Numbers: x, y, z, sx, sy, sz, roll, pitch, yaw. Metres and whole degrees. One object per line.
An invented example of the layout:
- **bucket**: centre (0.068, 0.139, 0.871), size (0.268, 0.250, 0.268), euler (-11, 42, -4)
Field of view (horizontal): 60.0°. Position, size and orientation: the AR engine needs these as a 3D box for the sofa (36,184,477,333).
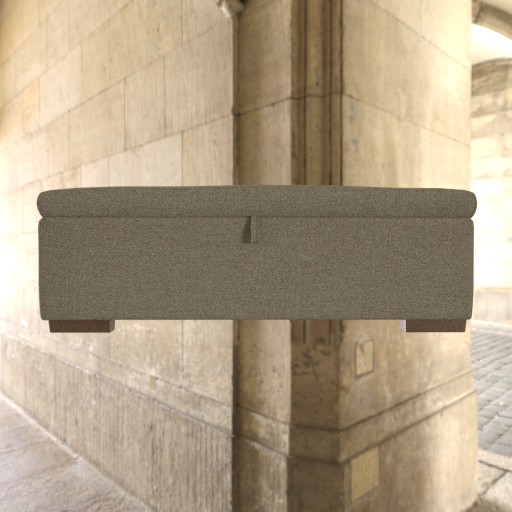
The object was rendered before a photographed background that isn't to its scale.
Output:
- **sofa**: centre (0.000, 0.000, 1.622), size (1.250, 0.434, 0.817), euler (0, 1, 0)
